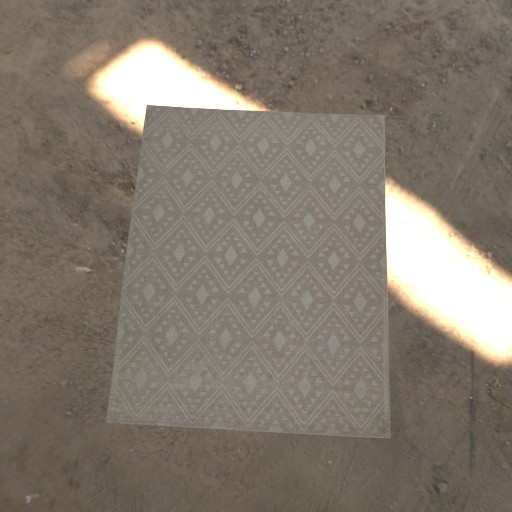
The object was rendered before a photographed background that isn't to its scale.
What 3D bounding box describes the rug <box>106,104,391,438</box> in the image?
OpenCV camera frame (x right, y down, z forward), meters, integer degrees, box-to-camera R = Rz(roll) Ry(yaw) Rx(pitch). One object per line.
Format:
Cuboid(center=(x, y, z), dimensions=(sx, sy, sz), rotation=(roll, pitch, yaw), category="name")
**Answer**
Cuboid(center=(0.000, 0.000, 4.072), dimensions=(2.399, 0.054, 3.011), rotation=(3, 76, 1), category="rug")
